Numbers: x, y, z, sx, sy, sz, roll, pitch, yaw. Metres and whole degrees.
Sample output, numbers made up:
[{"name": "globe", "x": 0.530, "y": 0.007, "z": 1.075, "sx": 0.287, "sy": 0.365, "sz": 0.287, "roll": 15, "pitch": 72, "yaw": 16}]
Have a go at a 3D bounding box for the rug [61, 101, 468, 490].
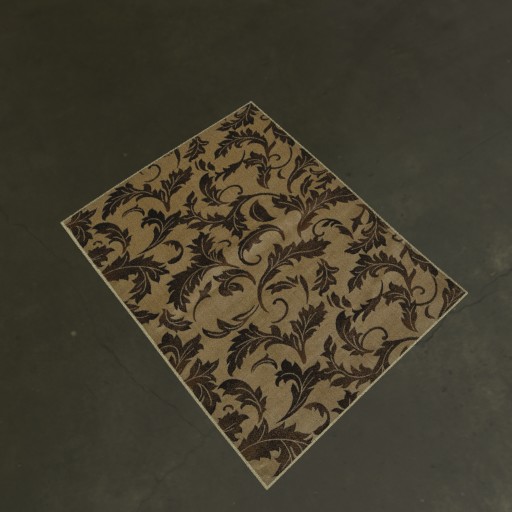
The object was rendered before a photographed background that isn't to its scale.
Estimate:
[{"name": "rug", "x": 0.000, "y": 0.000, "z": 4.055, "sx": 2.380, "sy": 0.008, "sz": 2.977, "roll": -38, "pitch": 70, "yaw": -16}]
